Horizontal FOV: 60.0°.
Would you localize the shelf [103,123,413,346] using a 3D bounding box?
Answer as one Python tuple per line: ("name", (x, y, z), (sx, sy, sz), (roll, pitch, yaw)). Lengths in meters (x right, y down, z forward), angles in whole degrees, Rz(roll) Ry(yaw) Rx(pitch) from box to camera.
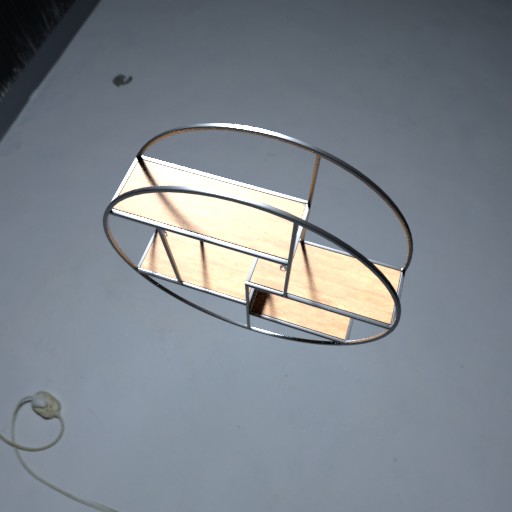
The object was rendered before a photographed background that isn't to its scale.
("shelf", (0.000, 0.000, 1.357), (0.888, 0.888, 0.202), (16, 65, 8))
